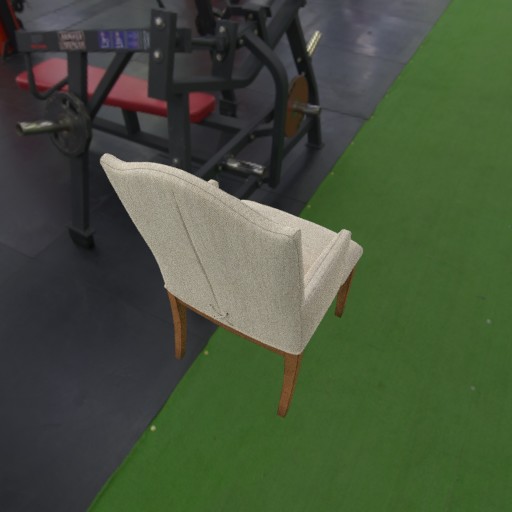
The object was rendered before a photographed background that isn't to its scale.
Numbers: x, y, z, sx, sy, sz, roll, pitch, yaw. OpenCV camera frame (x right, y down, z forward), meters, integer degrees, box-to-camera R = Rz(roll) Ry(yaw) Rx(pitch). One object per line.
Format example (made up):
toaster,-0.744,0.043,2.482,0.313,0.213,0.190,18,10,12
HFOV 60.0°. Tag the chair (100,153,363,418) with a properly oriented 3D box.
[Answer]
chair,0.000,0.000,1.403,0.533,1.016,0.641,23,51,21
